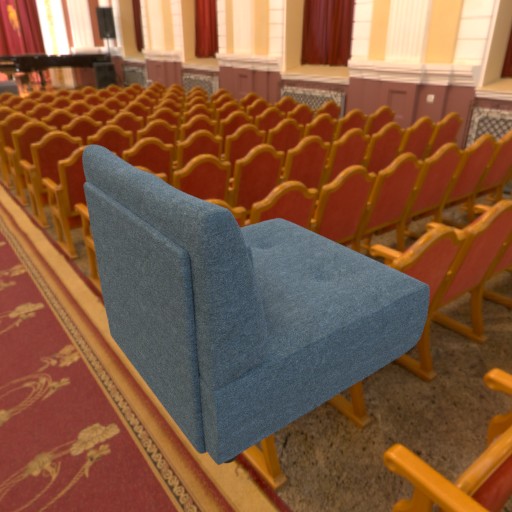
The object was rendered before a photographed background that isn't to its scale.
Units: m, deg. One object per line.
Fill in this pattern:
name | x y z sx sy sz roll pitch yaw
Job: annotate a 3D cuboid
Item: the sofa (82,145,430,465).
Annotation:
sofa | 0.000 0.000 1.721 1.000 0.820 0.930 -18 31 -32
